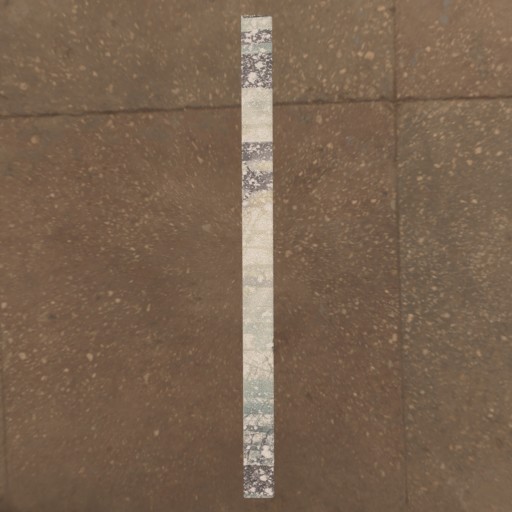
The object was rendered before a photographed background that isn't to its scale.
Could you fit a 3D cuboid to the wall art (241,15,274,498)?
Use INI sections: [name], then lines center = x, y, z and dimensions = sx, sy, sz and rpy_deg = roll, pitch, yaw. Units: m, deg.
[wall art]
center = 0.000, 0.000, 0.764
dimensions = 0.042, 0.398, 0.618
rpy_deg = 0, 91, -1
